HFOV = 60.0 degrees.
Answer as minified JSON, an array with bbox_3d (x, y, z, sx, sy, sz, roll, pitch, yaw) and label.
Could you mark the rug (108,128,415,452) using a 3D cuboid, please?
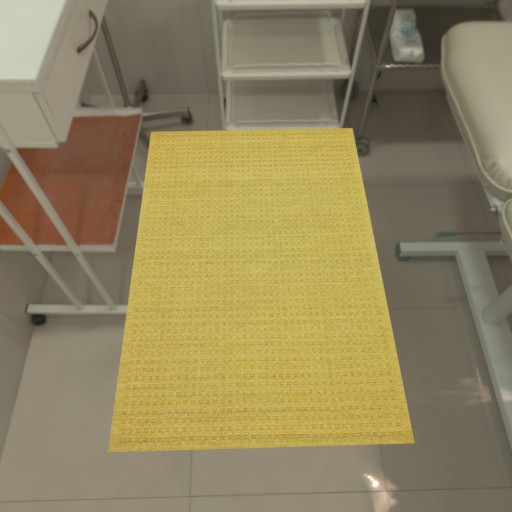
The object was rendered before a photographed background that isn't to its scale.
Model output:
[{"bbox_3d":[0.000,0.000,3.612,1.981,0.006,2.895,-1,59,-1],"label":"rug"}]
